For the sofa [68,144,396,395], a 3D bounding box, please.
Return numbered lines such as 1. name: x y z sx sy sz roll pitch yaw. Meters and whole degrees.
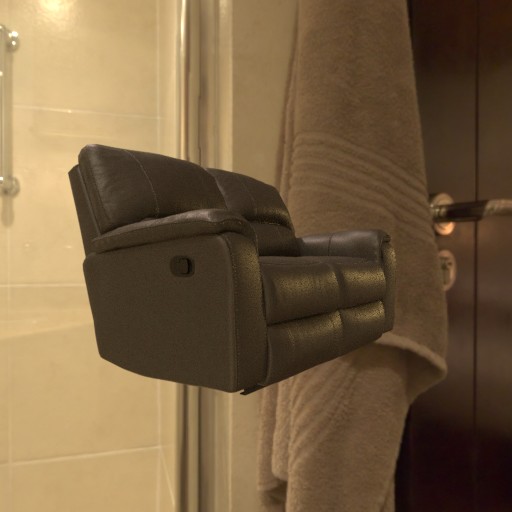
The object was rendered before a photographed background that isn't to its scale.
1. sofa: 0.000 0.000 2.472 1.104 1.111 1.765 0 0 36
